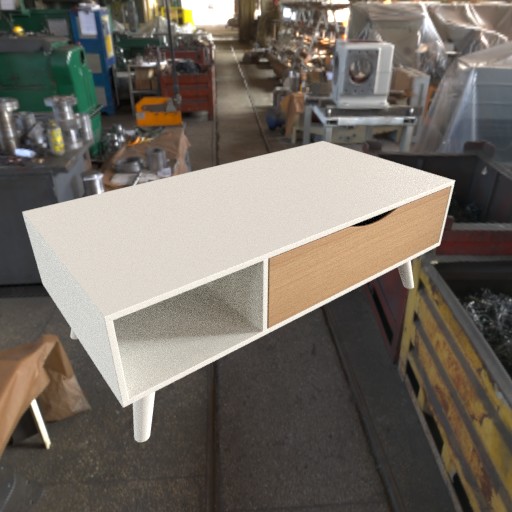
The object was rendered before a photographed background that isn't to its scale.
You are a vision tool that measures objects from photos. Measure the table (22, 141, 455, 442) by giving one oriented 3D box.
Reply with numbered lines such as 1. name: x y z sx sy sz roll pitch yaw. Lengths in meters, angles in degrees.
1. table: 0.000 0.000 1.463 1.194 0.432 0.609 -21 36 -32
